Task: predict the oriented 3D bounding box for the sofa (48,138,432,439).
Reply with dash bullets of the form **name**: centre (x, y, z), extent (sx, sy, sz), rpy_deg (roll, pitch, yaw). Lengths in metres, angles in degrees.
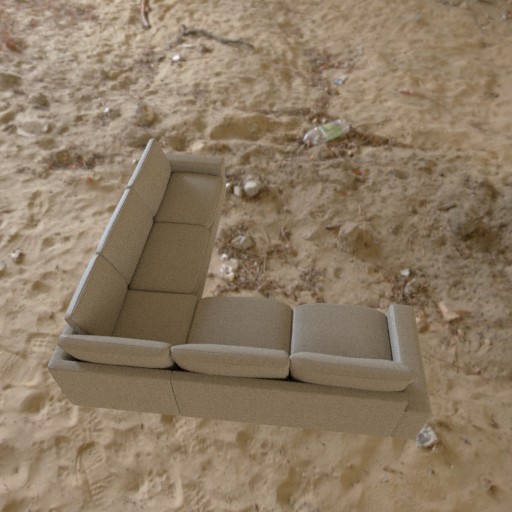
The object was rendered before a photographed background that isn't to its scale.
- **sofa**: centre (0.000, 0.000, 3.995), extent (2.622, 0.800, 2.742), rpy_deg (4, 47, 4)
